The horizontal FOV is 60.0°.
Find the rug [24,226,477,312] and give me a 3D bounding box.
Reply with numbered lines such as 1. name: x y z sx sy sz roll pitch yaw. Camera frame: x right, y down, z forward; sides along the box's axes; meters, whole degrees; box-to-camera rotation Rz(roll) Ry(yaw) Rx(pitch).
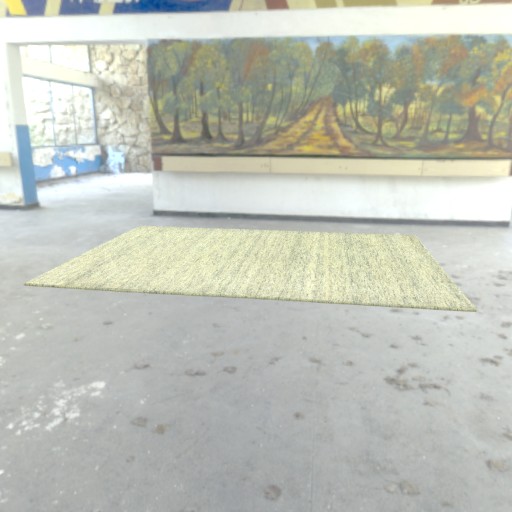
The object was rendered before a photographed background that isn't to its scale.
1. rug: 0.000 0.000 2.352 1.846 0.014 1.243 2 16 9
